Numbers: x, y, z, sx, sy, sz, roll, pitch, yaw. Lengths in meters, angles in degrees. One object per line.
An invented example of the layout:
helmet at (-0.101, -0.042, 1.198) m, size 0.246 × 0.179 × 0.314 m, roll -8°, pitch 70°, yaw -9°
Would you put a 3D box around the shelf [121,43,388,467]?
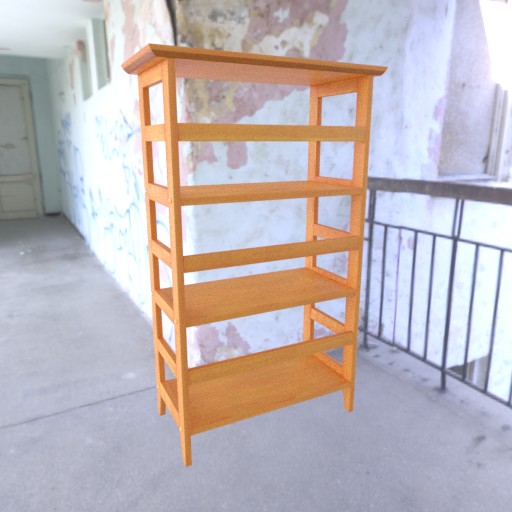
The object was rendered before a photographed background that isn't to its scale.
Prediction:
shelf at (0.000, 0.000, 1.338) m, size 0.660 × 1.067 × 0.305 m, roll -7°, pitch 16°, yaw -26°
